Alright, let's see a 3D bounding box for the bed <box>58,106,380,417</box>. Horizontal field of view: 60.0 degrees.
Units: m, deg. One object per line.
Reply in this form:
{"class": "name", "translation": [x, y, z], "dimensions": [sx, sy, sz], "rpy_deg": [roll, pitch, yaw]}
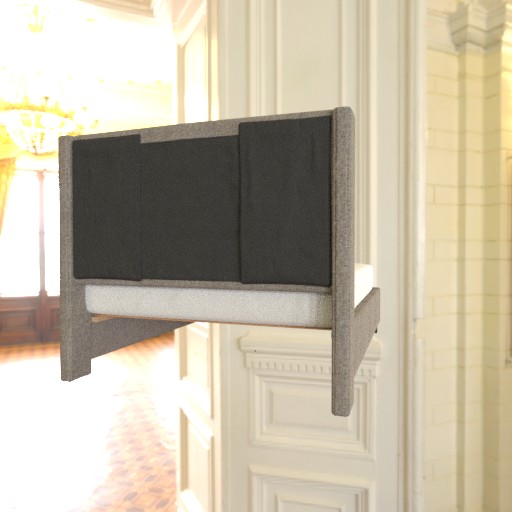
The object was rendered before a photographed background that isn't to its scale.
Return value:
{"class": "bed", "translation": [0.000, 0.000, 3.408], "dimensions": [1.714, 1.481, 2.245], "rpy_deg": [0, 1, 19]}
